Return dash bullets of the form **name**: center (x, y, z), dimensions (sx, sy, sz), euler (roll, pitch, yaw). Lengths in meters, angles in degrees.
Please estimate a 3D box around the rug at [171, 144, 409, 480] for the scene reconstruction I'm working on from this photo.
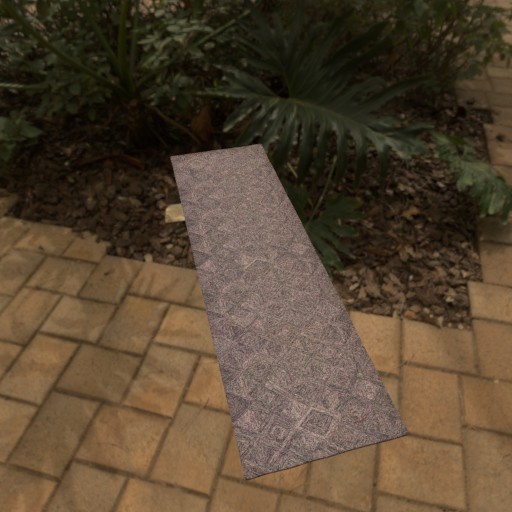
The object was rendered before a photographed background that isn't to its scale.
- **rug**: center (0.000, 0.000, 2.517), dimensions (0.691, 0.011, 2.296), euler (-11, 46, -10)
